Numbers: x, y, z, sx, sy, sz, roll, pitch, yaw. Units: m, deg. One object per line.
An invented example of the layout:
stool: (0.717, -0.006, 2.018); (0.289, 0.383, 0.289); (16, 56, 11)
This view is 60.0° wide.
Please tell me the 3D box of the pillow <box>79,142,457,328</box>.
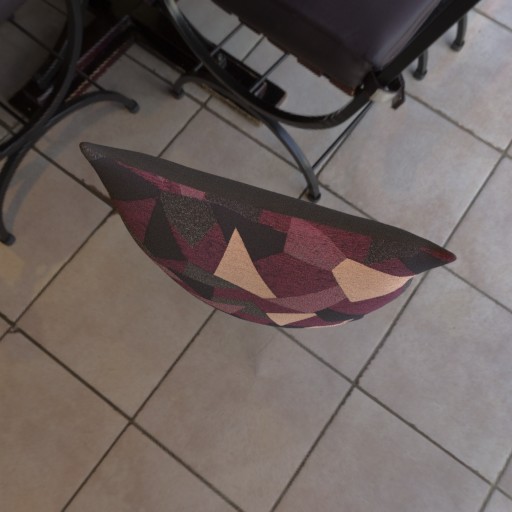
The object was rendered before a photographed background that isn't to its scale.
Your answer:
pillow: (0.000, 0.000, 0.776); (0.503, 0.496, 0.208); (17, 75, 5)
